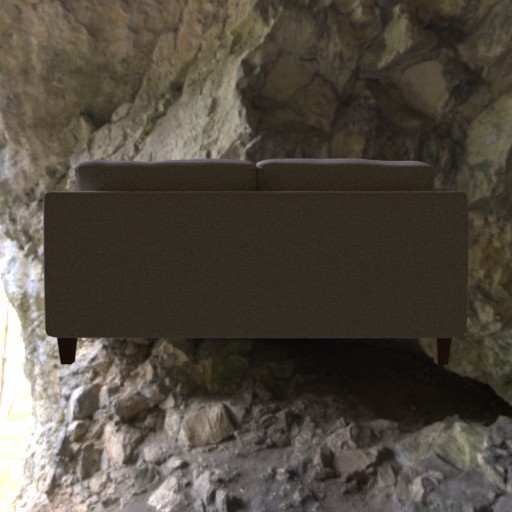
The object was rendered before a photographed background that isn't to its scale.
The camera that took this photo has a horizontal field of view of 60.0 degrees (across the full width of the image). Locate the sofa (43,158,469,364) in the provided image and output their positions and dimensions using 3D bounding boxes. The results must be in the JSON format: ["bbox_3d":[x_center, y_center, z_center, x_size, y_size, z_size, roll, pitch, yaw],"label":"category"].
[{"bbox_3d":[0.000,0.000,2.392,1.884,0.947,0.951,0,1,0],"label":"sofa"}]
